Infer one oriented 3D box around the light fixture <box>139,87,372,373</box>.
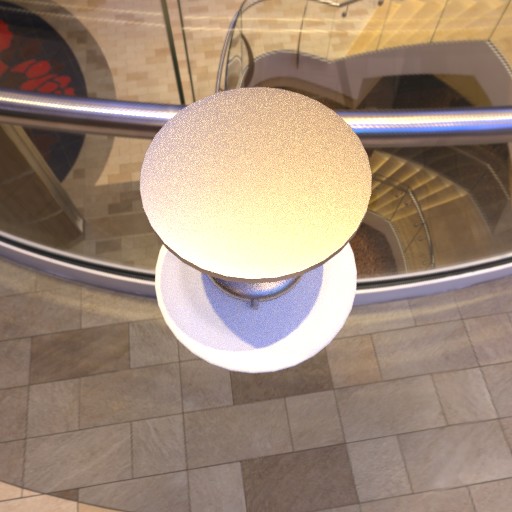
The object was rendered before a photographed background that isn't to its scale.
[{"bbox_3d":[0.000,0.000,0.405,0.199,0.254,0.199,0,64,0],"label":"light fixture"}]
